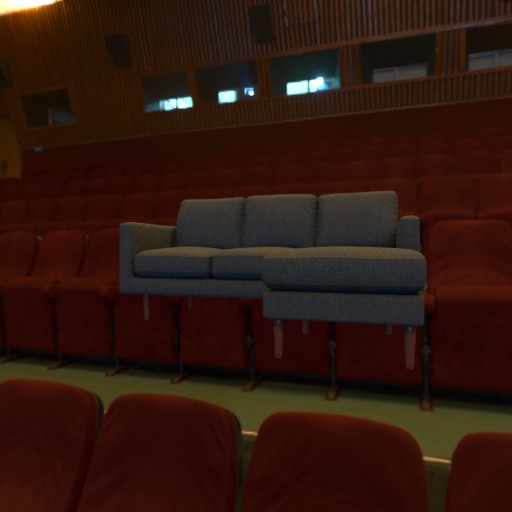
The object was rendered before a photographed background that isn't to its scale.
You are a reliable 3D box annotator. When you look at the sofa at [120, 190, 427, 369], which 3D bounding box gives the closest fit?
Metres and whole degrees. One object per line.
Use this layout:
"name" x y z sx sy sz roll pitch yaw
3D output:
"sofa" 0.000 0.000 2.936 2.055 0.957 1.667 0 1 19
